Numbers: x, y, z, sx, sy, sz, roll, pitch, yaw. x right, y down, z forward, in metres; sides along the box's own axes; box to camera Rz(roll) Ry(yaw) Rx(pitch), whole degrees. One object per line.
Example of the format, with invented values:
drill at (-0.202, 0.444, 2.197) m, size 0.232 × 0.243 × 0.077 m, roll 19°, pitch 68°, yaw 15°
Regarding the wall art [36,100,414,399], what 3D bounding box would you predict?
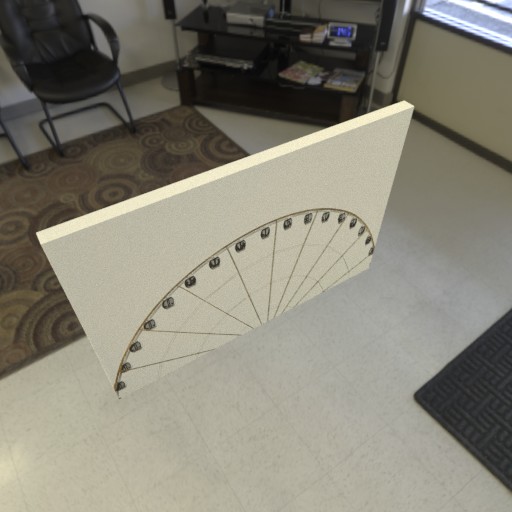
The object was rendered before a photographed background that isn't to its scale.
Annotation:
wall art at (0.000, 0.000, 1.157) m, size 0.898 × 0.601 × 0.038 m, roll -24°, pitch 52°, yaw -21°
